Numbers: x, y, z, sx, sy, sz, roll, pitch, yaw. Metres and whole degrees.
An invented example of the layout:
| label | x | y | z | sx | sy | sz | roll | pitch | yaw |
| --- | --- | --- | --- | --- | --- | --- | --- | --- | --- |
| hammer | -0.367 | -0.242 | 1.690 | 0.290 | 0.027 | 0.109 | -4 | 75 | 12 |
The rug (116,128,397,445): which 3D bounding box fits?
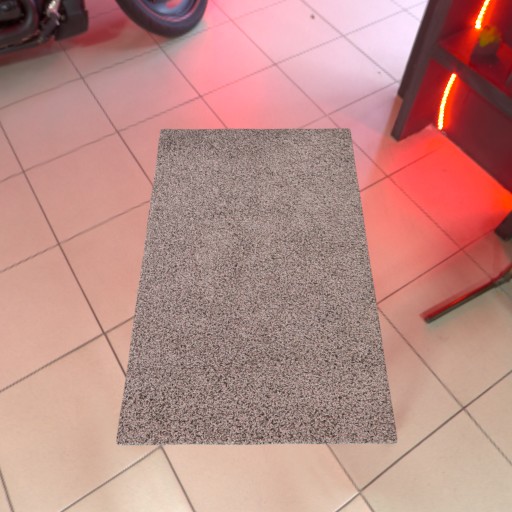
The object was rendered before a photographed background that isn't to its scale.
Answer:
| label | x | y | z | sx | sy | sz | roll | pitch | yaw |
| --- | --- | --- | --- | --- | --- | --- | --- | --- | --- |
| rug | 0.000 | 0.000 | 3.475 | 1.778 | 0.030 | 2.743 | 0 | 60 | 0 |
